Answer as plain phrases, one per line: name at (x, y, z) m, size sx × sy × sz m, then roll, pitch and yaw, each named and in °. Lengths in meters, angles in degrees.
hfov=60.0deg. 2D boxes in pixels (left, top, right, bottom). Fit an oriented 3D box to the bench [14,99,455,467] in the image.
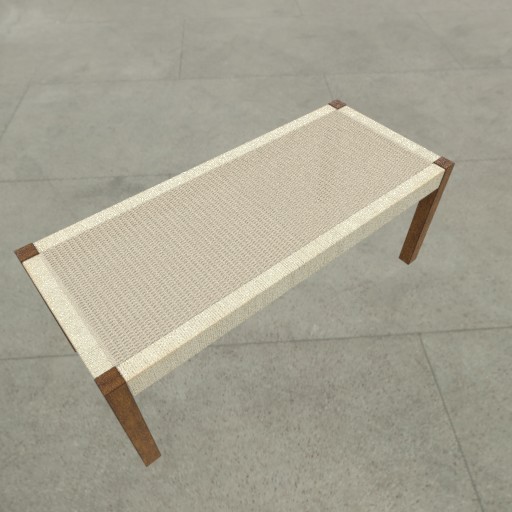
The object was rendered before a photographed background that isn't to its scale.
bench at (0.000, 0.000, 1.433) m, size 1.198 × 0.457 × 0.507 m, roll -32°, pitch 56°, yaw -25°
